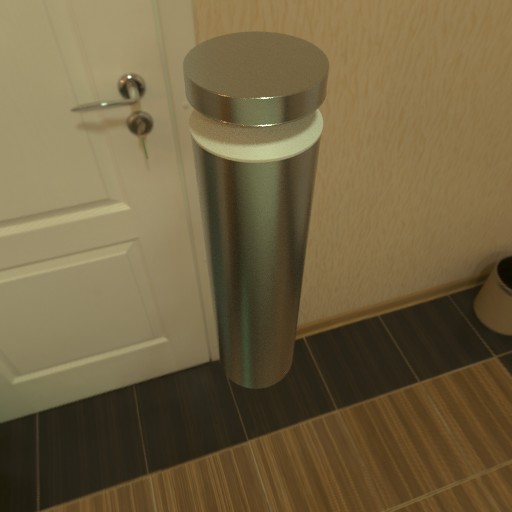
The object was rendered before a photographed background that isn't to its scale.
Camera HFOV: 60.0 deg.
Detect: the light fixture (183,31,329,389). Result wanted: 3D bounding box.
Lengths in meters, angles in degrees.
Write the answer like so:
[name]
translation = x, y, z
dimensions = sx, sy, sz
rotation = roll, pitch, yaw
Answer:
[light fixture]
translation = 0.000, 0.000, 0.452
dimensions = 0.102, 0.400, 0.102
rotation = 34, 57, 27
